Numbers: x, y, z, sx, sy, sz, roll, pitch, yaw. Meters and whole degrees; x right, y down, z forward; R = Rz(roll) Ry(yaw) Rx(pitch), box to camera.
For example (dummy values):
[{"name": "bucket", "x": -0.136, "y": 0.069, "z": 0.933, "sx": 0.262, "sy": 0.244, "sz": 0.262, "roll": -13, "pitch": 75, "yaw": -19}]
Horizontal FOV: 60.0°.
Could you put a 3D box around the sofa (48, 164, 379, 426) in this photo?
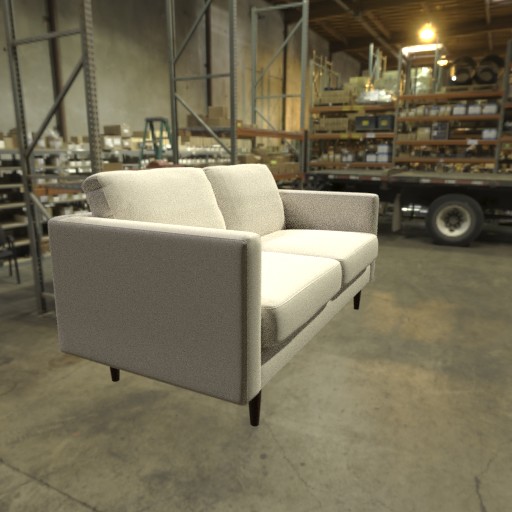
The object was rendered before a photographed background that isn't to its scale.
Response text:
[{"name": "sofa", "x": 0.000, "y": 0.000, "z": 2.266, "sx": 0.940, "sy": 0.893, "sz": 1.713, "roll": 7, "pitch": 15, "yaw": 27}]
